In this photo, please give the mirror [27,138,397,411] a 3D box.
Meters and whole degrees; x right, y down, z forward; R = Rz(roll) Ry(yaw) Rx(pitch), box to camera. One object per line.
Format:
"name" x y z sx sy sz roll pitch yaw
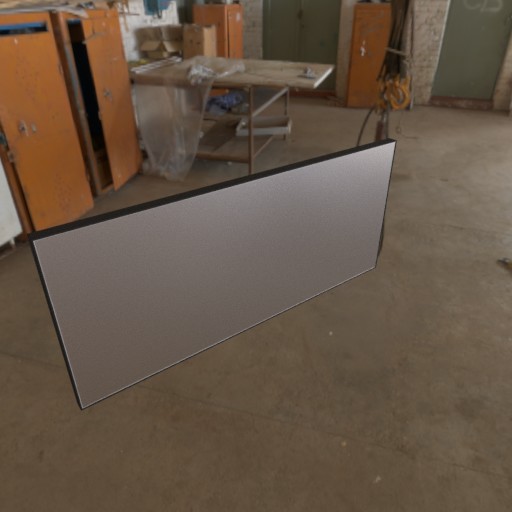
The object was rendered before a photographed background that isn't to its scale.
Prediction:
"mirror" 0.000 0.000 1.818 1.584 0.692 0.047 -21 37 -31
